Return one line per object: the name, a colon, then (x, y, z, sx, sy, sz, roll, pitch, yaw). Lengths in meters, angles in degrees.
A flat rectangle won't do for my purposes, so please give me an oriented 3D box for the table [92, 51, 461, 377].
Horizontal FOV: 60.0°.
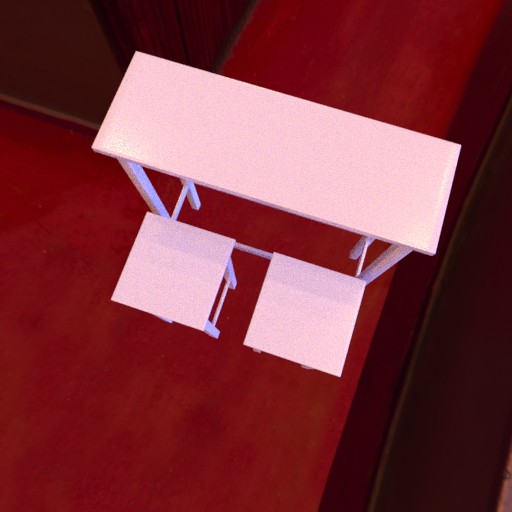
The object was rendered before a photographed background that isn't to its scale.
table: (0.000, 0.000, 1.632, 0.915, 1.065, 0.650, 18, 77, 4)
